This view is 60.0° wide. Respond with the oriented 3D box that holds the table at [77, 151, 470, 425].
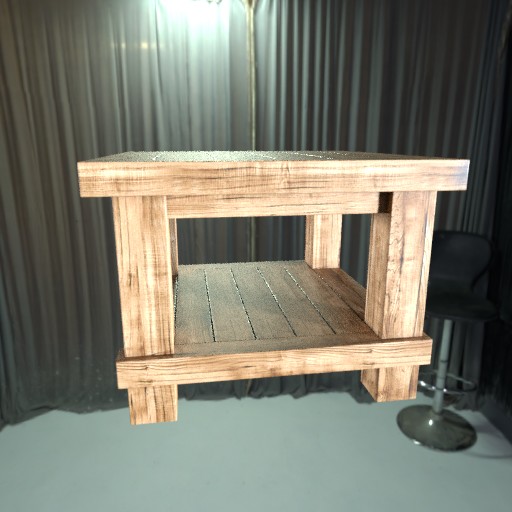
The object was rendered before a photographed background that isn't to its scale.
[{"bbox_3d":[0.000,0.000,1.024,0.610,0.457,0.610,-2,15,-9],"label":"table"}]
